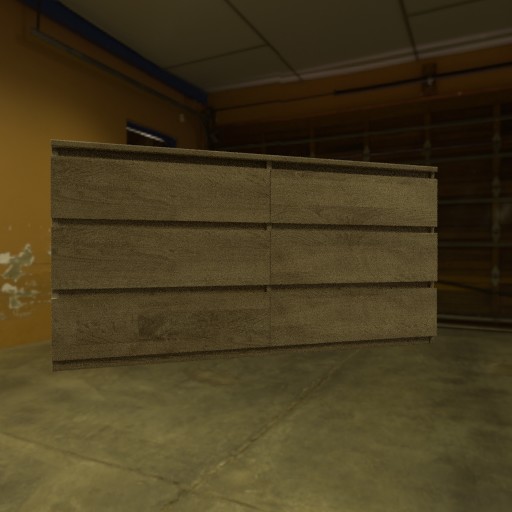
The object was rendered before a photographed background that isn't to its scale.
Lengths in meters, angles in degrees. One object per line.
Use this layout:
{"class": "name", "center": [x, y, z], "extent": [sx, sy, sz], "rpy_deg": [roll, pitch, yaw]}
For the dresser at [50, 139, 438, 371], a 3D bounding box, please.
{"class": "dresser", "center": [0.000, 0.000, 1.929], "extent": [1.590, 0.795, 0.390], "rpy_deg": [0, 0, -18]}
